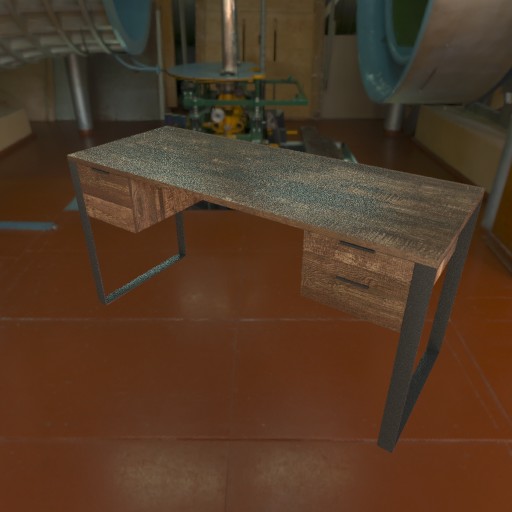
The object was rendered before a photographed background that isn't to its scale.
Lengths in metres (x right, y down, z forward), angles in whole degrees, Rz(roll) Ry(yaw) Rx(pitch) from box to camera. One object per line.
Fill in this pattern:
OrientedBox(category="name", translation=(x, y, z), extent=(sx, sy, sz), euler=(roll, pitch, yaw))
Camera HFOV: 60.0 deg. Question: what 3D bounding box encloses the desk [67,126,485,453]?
OrientedBox(category="desk", translation=(0.000, 0.000, 1.892), extent=(1.524, 0.762, 0.599), euler=(19, 35, 29))
